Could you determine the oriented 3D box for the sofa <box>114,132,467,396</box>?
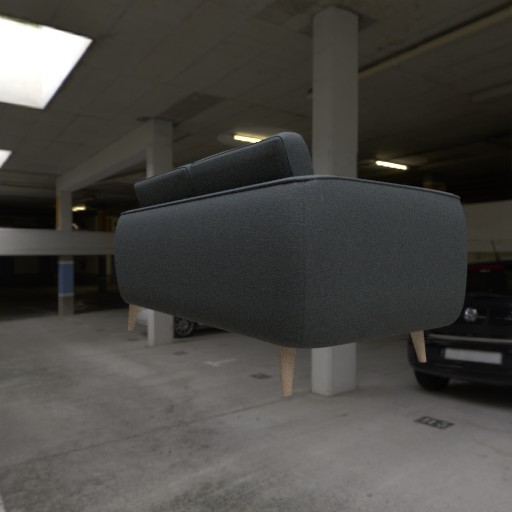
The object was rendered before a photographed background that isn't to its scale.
[{"bbox_3d":[0.000,0.000,2.163,0.920,0.850,1.700,-1,1,-36],"label":"sofa"}]
